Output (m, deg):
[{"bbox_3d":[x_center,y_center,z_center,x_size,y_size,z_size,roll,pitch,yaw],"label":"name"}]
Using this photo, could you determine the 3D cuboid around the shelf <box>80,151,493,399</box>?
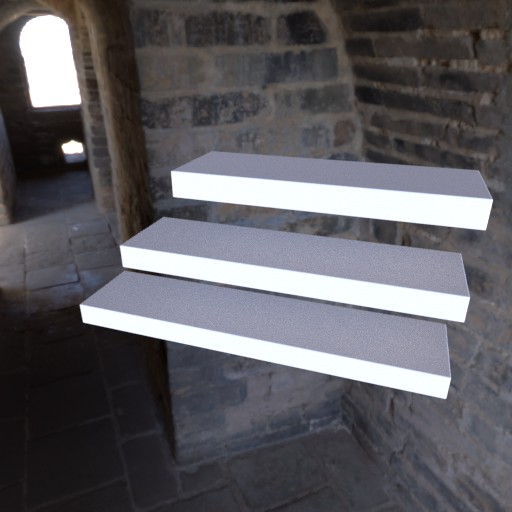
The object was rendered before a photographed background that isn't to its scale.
[{"bbox_3d":[0.000,0.000,0.708,0.610,0.293,0.140,8,26,17],"label":"shelf"}]
